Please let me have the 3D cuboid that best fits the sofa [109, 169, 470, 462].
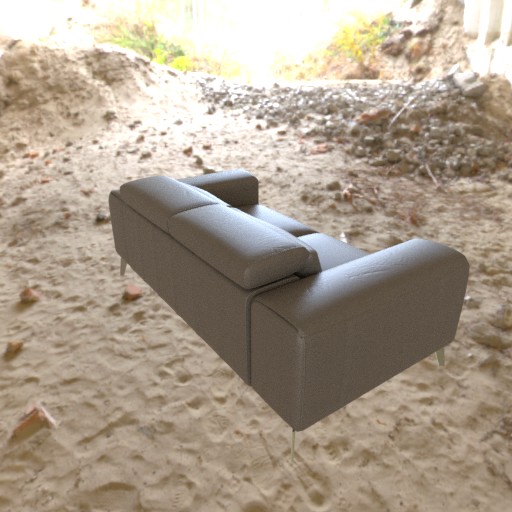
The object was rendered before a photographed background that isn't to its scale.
[{"bbox_3d":[0.000,0.000,2.489,1.024,0.753,1.930,-17,30,-31],"label":"sofa"}]
